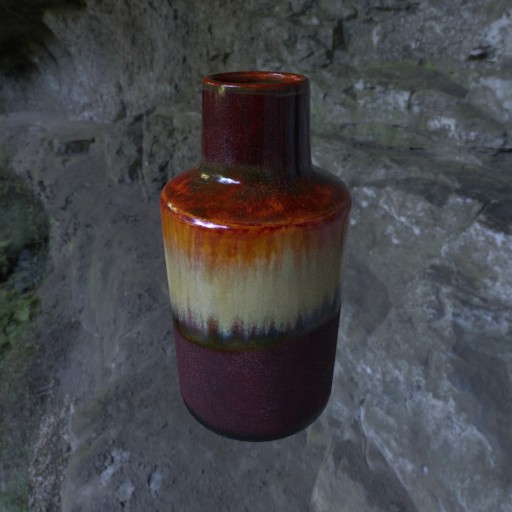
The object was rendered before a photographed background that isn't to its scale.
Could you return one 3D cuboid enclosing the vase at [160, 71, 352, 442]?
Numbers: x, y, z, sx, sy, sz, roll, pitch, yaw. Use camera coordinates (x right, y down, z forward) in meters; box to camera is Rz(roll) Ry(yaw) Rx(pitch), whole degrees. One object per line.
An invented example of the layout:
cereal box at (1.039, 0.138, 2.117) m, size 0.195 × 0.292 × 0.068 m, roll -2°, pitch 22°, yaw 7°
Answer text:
vase at (0.000, 0.000, 0.270) m, size 0.108 × 0.204 × 0.108 m, roll 0°, pitch 29°, yaw 0°
